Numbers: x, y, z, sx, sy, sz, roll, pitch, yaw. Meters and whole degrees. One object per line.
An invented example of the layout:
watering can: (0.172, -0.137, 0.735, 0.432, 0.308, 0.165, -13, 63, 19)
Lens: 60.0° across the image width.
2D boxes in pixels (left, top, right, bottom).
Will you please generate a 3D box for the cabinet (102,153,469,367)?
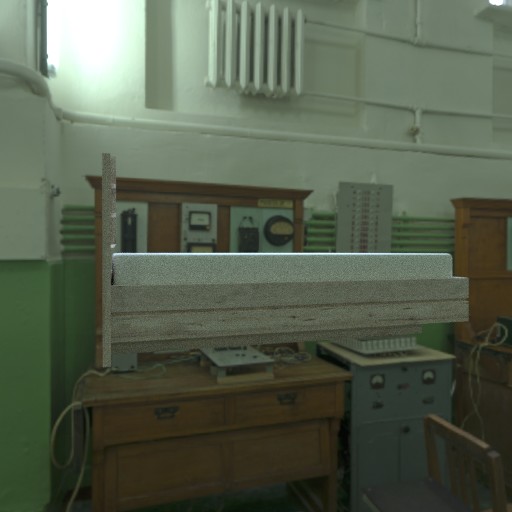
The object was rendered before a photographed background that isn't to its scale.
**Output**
cabinet: (0.000, 0.000, 3.222, 2.080, 0.970, 1.950, 0, 1, -18)
